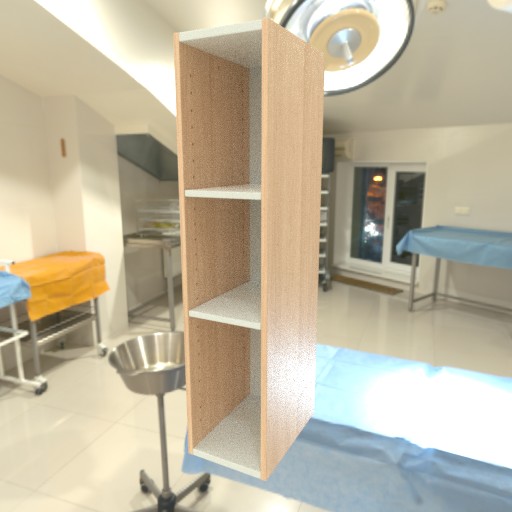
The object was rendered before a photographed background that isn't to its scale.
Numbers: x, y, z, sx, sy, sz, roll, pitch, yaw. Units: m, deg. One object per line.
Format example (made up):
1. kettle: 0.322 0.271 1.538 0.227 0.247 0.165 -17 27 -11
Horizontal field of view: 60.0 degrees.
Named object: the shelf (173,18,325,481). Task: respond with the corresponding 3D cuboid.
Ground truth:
1. shelf: 0.000 0.000 0.996 0.197 0.882 0.290 6 14 27
